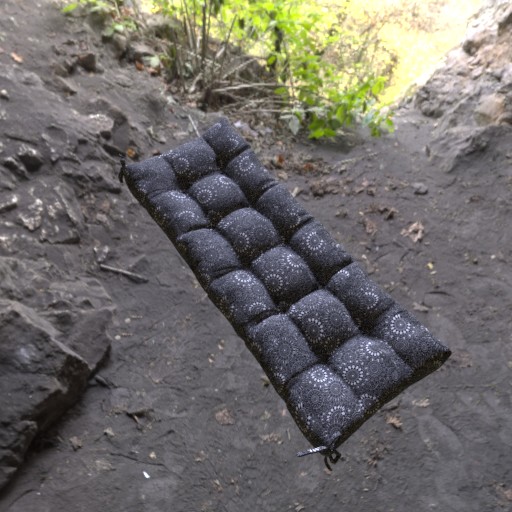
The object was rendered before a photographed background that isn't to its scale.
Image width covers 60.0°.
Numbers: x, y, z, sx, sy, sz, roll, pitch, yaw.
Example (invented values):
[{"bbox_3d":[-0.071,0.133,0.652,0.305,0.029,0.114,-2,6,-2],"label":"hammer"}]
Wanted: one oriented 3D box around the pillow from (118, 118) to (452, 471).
[{"bbox_3d":[0.000,0.000,1.371,0.511,0.174,1.194,-31,63,-18],"label":"pillow"}]
